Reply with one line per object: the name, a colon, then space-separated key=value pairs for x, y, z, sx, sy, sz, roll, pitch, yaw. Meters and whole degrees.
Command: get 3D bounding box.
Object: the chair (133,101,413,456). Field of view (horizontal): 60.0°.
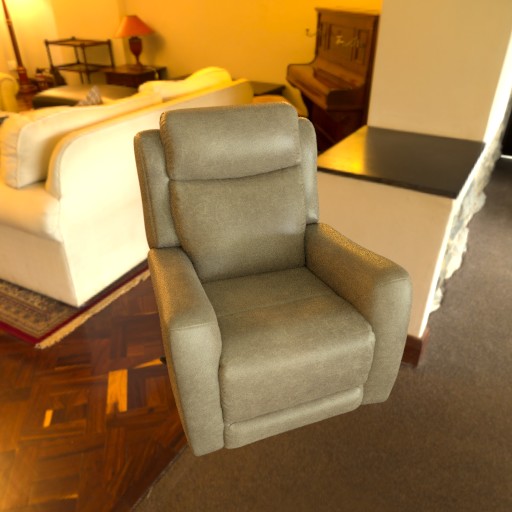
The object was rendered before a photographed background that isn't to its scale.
chair: x=0.000 y=0.000 z=1.958 sx=0.967 sy=1.116 sz=1.068 roll=-10 pitch=32 yaw=-16
